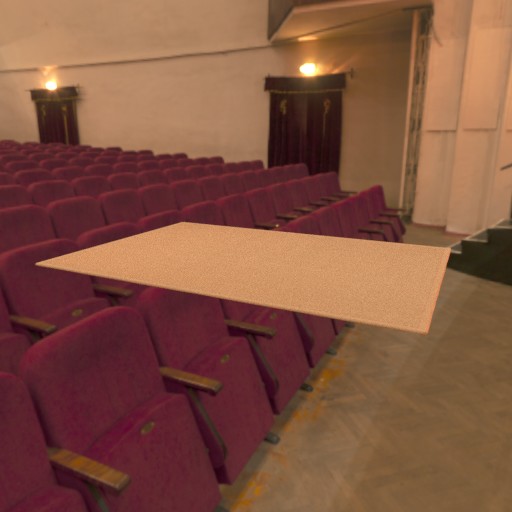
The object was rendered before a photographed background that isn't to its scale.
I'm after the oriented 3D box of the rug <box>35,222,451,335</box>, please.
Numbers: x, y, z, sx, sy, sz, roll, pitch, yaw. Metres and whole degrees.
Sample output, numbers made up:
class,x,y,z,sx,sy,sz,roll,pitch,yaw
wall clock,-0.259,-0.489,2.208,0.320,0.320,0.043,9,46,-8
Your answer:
class,x,y,z,sx,sy,sz,roll,pitch,yaw
rug,0.000,0.000,2.870,2.244,0.017,1.532,7,17,25
